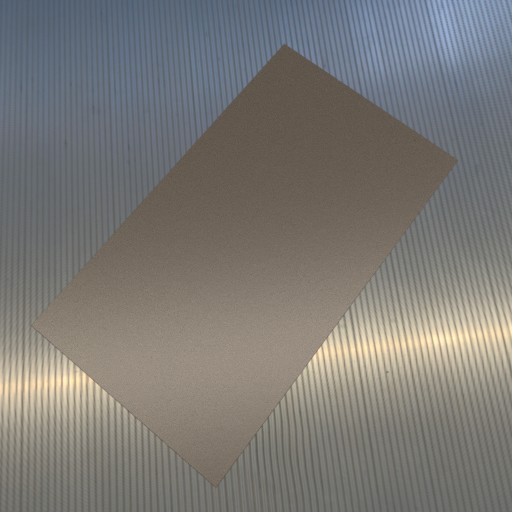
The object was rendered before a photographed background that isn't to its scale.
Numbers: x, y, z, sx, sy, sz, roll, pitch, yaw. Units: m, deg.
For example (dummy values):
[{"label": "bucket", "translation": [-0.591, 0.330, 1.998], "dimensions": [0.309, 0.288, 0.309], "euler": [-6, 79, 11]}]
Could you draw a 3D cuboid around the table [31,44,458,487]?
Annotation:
[{"label": "table", "translation": [0.000, 0.000, 1.529], "dimensions": [0.703, 0.404, 1.201], "euler": [37, 79, 8]}]
